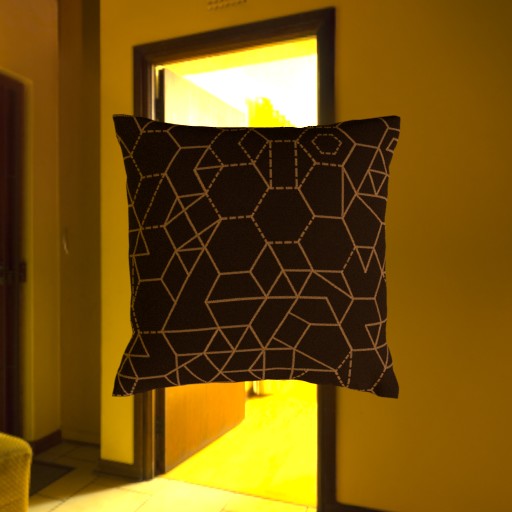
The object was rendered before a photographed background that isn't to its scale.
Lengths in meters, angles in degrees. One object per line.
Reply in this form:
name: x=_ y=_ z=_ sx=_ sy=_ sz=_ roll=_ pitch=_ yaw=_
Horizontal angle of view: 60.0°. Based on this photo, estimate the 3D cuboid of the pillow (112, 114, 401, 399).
pillow: x=0.000 y=0.000 z=0.797 sx=0.517 sy=0.508 sz=0.158 roll=0 pitch=0 yaw=0
